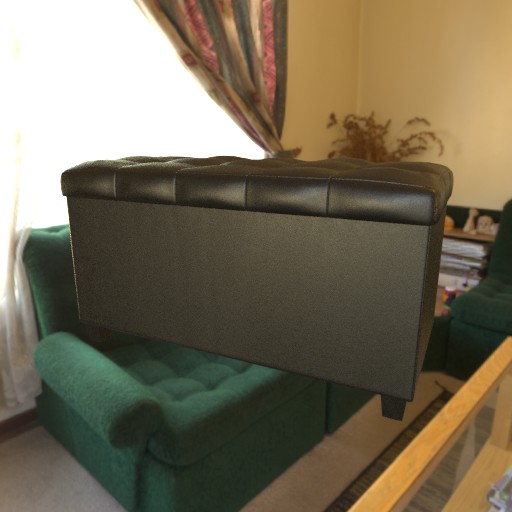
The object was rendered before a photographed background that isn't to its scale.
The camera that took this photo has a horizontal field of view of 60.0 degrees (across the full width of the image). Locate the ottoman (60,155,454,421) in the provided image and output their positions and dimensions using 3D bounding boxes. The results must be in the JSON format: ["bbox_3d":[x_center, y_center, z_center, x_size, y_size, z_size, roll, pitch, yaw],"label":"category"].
[{"bbox_3d":[0.000,0.000,1.090,0.838,0.470,0.432,7,17,25],"label":"ottoman"}]
